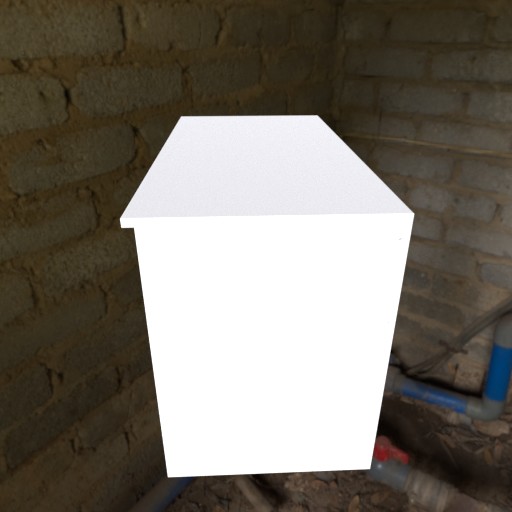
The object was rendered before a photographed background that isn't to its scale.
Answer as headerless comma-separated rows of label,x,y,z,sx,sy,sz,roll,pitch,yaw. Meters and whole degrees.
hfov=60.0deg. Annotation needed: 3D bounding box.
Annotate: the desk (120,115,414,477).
desk,0.000,0.000,1.496,0.560,0.730,1.100,-1,27,-2
